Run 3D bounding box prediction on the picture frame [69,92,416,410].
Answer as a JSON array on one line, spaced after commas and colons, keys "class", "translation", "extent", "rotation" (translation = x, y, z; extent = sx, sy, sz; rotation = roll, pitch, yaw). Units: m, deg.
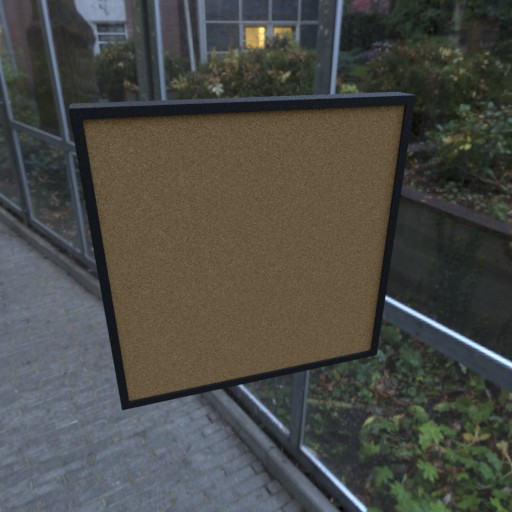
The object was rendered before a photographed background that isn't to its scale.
[{"class": "picture frame", "translation": [0.000, 0.000, 0.472], "extent": [0.317, 0.317, 0.030], "rotation": [-8, 27, -16]}]
